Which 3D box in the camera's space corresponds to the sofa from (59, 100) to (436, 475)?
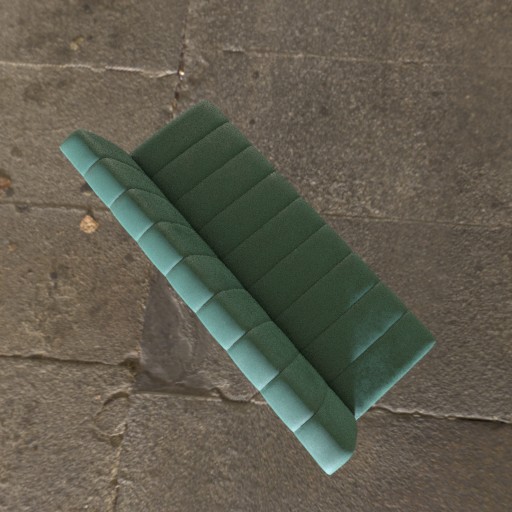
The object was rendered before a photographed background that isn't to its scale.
[{"bbox_3d":[0.000,0.000,2.251,0.830,0.820,1.810,-39,78,-10],"label":"sofa"}]
